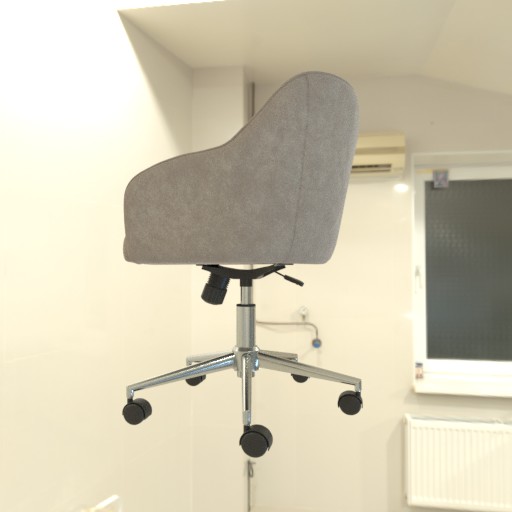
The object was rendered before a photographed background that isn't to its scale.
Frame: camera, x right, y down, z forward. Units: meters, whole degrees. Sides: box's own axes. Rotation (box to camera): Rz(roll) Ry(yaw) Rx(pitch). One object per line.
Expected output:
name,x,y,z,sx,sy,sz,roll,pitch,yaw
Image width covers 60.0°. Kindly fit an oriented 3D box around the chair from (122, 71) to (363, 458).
chair,0.000,0.000,1.230,0.573,0.831,0.635,0,-1,16
